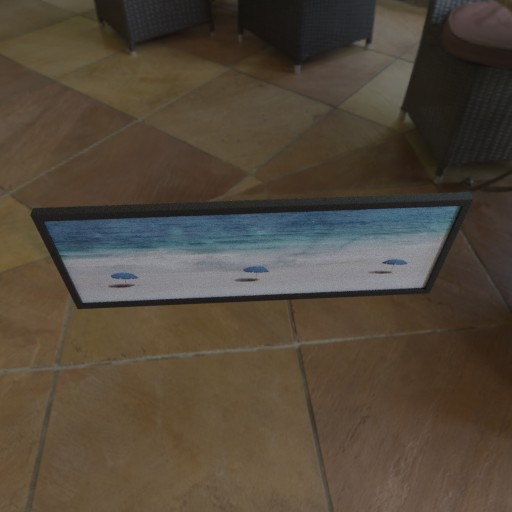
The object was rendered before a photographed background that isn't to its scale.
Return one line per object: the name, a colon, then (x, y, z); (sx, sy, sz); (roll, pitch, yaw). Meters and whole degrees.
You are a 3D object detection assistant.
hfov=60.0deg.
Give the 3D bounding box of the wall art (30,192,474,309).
wall art: (0.000, 0.000, 1.785); (1.572, 0.554, 0.041); (-2, 47, -2)
